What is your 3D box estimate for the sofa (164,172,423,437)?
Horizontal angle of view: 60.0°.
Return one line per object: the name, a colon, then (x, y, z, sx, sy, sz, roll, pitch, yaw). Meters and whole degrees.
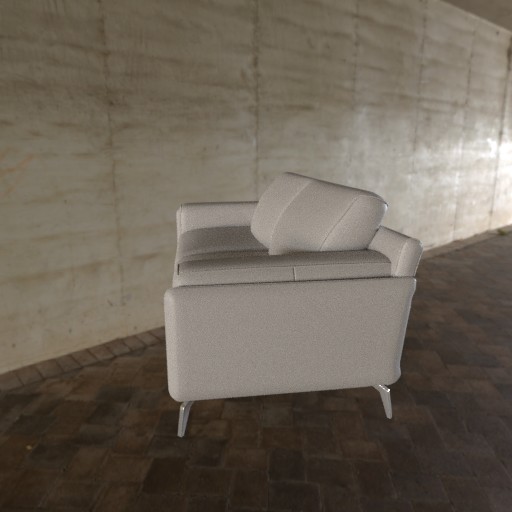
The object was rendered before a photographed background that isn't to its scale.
sofa: (0.000, 0.000, 2.617, 1.049, 0.930, 2.101, -2, 14, -9)
